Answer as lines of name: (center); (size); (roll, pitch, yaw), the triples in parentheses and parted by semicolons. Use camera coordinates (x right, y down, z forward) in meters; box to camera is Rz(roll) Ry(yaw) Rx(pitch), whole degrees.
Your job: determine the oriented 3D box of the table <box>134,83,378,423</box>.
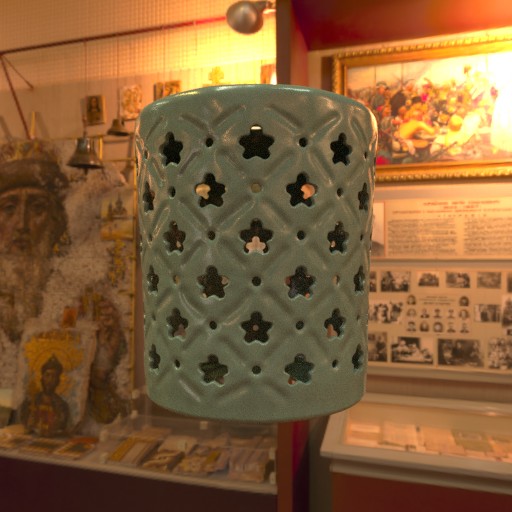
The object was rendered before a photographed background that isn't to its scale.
table: (0.000, 0.000, 0.658); (0.352, 0.387, 0.352); (0, -1, 0)
